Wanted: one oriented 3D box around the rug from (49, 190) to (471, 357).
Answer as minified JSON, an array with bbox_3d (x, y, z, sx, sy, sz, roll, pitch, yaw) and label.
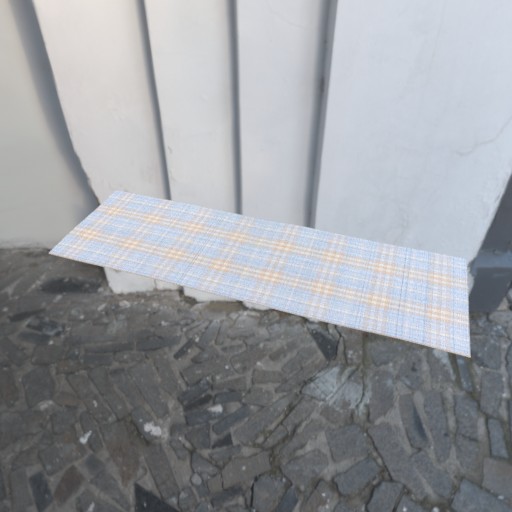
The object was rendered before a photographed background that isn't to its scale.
[{"bbox_3d":[0.000,0.000,2.704,2.439,0.013,0.762,12,42,14],"label":"rug"}]
